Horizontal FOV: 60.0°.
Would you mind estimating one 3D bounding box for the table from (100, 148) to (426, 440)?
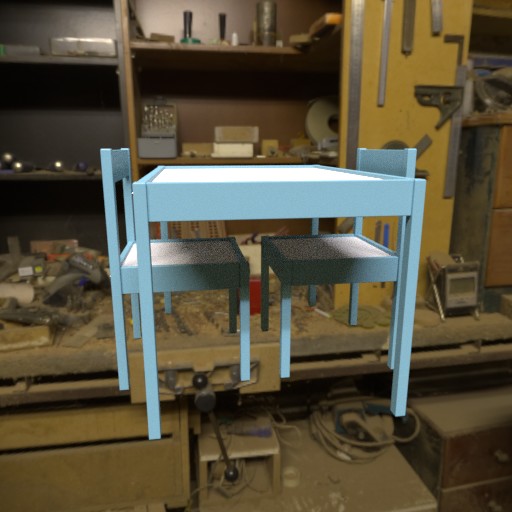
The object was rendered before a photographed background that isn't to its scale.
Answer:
[{"bbox_3d":[0.000,0.000,1.067,0.633,0.503,0.639,-2,14,-8],"label":"table"}]
